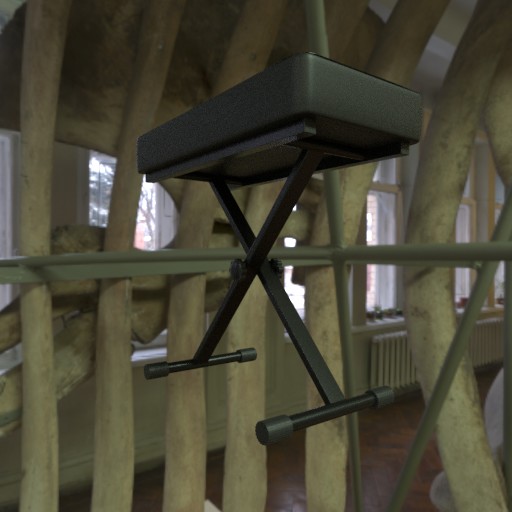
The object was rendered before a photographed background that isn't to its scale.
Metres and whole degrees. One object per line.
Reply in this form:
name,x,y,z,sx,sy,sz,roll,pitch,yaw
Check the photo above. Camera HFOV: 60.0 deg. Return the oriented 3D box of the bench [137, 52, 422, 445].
bench,0.000,0.000,0.923,0.300,0.561,0.600,0,0,-37
